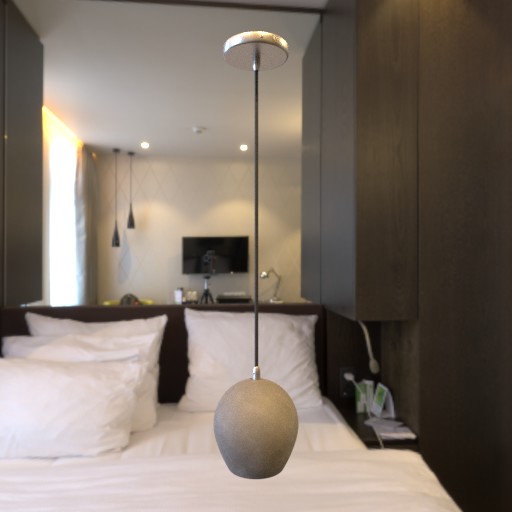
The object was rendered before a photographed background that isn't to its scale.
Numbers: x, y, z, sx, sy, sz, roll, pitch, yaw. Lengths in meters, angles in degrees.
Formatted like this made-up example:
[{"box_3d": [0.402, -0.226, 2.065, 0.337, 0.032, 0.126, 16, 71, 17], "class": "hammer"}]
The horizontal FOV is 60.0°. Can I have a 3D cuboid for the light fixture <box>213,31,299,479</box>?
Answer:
[{"box_3d": [0.000, 0.000, 0.805, 0.153, 0.760, 0.153, 0, -1, -36], "class": "light fixture"}]
